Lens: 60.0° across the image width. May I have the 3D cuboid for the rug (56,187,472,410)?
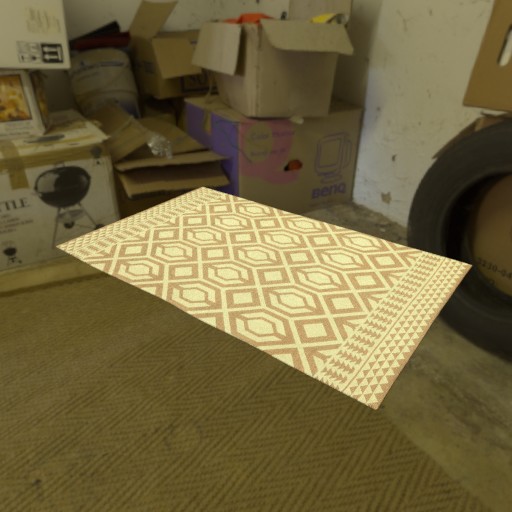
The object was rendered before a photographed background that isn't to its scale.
[{"bbox_3d":[0.000,0.000,3.040,2.435,0.011,1.526,20,35,32],"label":"rug"}]
